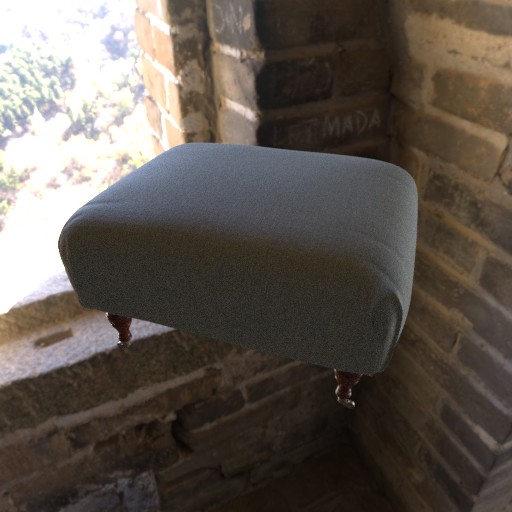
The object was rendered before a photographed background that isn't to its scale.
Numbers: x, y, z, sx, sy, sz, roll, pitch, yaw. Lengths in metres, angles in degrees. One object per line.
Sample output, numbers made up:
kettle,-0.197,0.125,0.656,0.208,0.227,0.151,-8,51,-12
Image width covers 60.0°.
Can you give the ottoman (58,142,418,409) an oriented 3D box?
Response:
ottoman,0.000,0.000,1.140,0.747,0.450,0.622,10,34,16
